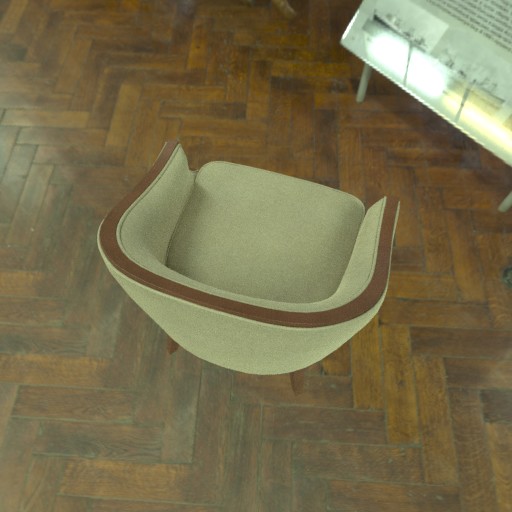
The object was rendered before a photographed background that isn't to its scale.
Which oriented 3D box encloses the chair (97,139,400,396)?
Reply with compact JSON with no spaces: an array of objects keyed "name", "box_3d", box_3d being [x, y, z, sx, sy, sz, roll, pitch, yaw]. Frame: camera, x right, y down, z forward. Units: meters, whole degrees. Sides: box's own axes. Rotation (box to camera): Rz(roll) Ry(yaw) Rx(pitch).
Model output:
[{"name":"chair","box_3d":[0.000,0.000,1.464,0.803,0.876,0.735,16,64,8]}]
